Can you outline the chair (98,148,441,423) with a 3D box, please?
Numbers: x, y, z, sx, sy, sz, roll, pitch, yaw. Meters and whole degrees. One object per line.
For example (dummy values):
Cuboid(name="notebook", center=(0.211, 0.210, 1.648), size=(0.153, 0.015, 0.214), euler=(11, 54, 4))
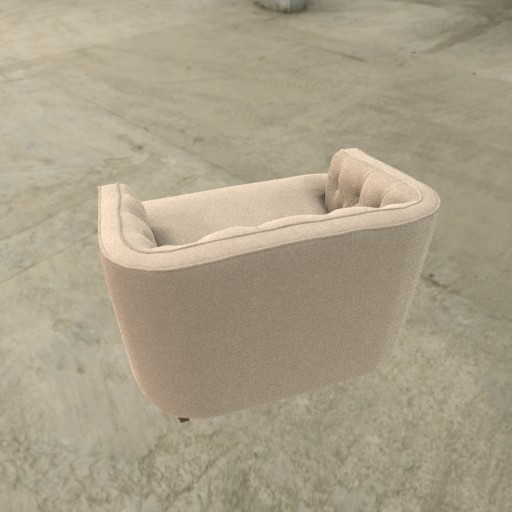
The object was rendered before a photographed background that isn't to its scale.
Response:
Cuboid(name="chair", center=(0.000, 0.000, 1.763), size=(1.104, 0.852, 0.941), euler=(-11, 41, -13))
